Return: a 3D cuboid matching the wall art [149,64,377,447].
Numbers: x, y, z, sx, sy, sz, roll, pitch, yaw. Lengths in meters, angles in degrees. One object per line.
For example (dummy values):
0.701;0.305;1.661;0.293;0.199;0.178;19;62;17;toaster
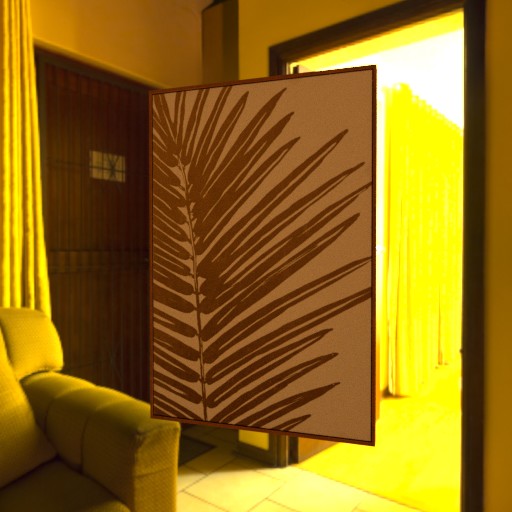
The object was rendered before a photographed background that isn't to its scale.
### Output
0.000;0.000;1.164;0.610;0.914;0.037;0;1;17;wall art
